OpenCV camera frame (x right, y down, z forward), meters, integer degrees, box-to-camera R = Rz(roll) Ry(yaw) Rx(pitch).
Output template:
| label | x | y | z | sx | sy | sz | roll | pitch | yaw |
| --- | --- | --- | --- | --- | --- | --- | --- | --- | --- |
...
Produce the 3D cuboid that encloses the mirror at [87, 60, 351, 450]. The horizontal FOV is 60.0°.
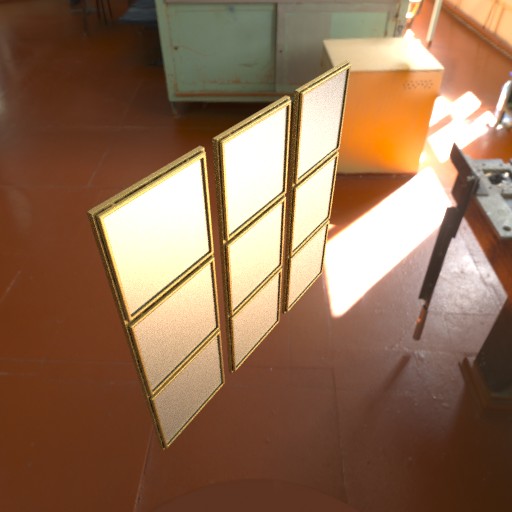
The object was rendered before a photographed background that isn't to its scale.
| label | x | y | z | sx | sy | sz | roll | pitch | yaw |
| --- | --- | --- | --- | --- | --- | --- | --- | --- | --- |
| mirror | 0.000 | 0.000 | 1.407 | 0.023 | 0.926 | 1.011 | 26 | 48 | 26 |
